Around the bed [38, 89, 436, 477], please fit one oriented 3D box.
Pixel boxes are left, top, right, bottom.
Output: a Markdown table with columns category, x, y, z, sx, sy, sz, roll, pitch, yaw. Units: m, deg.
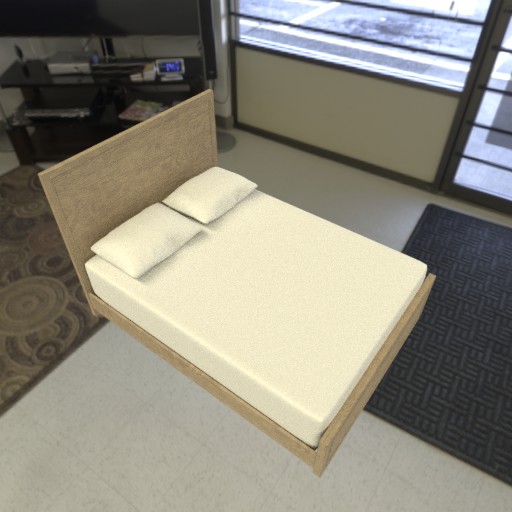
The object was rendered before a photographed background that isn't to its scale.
| category | x | y | z | sx | sy | sz | roll | pitch | yaw |
| --- | --- | --- | --- | --- | --- | --- | --- | --- | --- |
| bed | 0.000 | 0.000 | 3.211 | 2.189 | 1.369 | 1.606 | 27 | 50 | 26 |
